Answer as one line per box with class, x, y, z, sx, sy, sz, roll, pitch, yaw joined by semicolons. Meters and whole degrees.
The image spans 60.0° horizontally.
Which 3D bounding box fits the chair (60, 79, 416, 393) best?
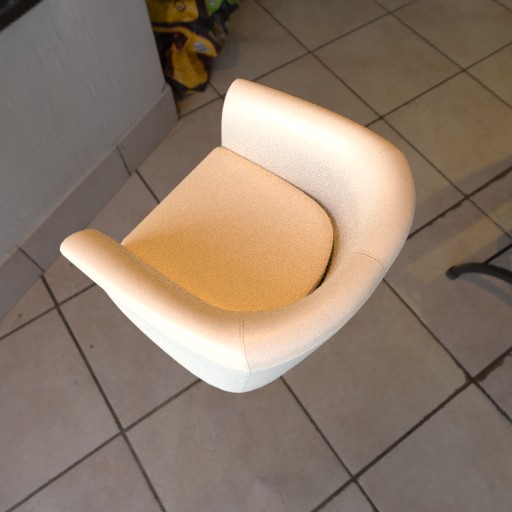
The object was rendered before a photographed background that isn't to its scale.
chair;0.000;0.000;1.402;0.727;0.756;0.792;34;68;16
